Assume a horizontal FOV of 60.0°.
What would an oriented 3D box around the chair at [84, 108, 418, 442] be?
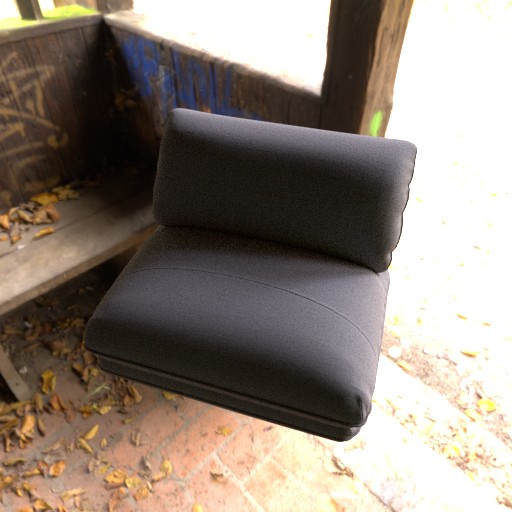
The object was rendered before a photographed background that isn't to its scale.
[{"bbox_3d":[0.000,0.000,1.345,0.820,0.580,0.780,12,44,13],"label":"chair"}]
